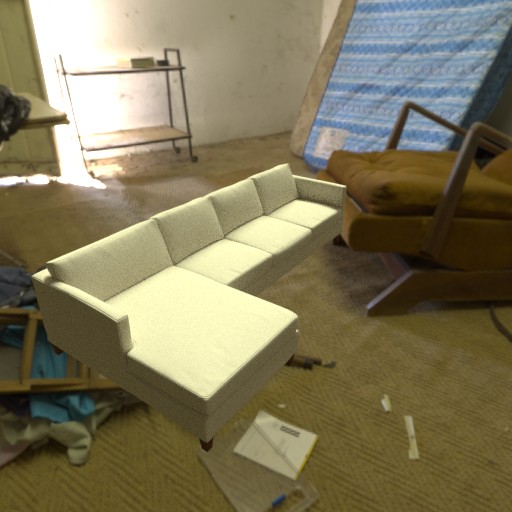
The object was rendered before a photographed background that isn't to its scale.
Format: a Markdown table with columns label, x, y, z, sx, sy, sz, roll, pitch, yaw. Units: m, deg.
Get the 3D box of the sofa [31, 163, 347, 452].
| label | x | y | z | sx | sy | sz | roll | pitch | yaw |
| --- | --- | --- | --- | --- | --- | --- | --- | --- | --- |
| sofa | 0.000 | 0.000 | 3.940 | 1.625 | 0.846 | 3.186 | 18 | 32 | 31 |
